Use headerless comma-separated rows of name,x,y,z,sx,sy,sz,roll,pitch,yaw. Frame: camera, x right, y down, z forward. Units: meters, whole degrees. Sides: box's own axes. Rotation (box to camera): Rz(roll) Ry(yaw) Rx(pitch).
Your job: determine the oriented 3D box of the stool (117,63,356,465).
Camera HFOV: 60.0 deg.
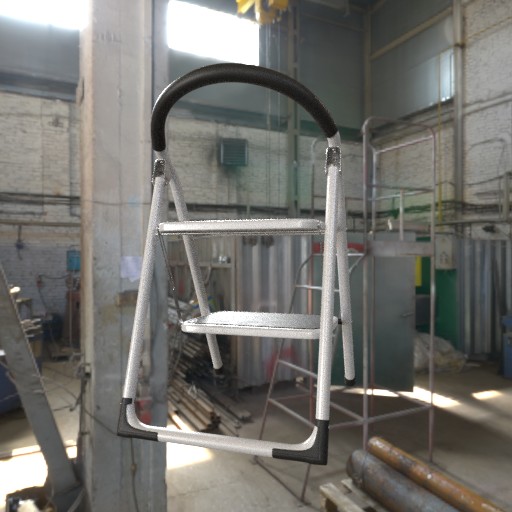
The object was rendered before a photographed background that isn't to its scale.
stool,0.000,0.000,1.120,0.453,0.760,0.559,0,0,18
